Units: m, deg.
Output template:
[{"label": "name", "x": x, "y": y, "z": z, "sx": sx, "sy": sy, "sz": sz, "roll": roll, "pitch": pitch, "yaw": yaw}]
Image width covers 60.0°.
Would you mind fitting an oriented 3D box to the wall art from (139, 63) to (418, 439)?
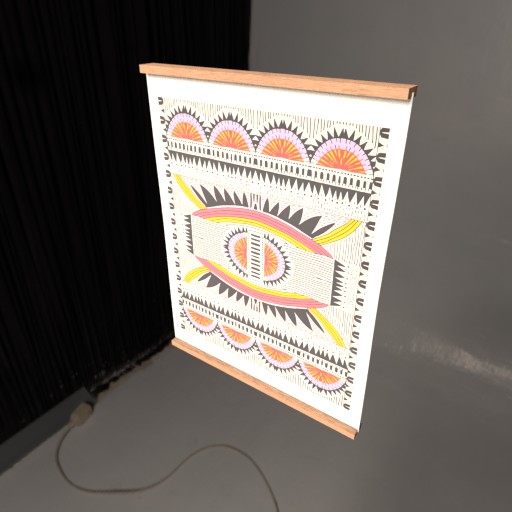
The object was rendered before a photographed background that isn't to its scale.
[{"label": "wall art", "x": 0.000, "y": 0.000, "z": 0.687, "sx": 0.403, "sy": 0.527, "sz": 0.028, "roll": 19, "pitch": 34, "yaw": 30}]
